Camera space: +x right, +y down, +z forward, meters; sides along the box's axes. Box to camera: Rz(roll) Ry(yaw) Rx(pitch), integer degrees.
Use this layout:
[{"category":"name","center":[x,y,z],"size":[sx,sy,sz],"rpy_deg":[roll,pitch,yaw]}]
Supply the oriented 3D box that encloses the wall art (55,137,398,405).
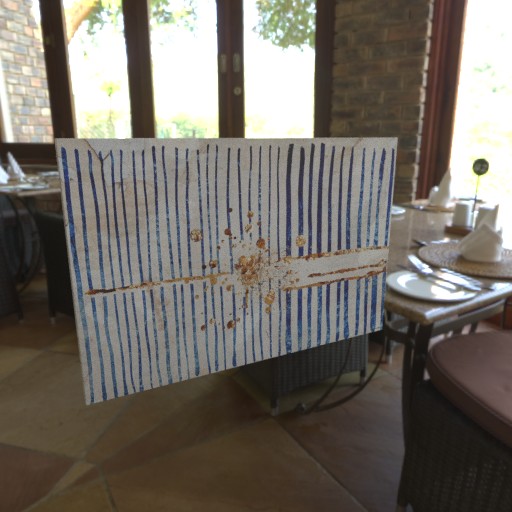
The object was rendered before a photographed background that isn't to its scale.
[{"category":"wall art","center":[0.000,0.000,1.472],"size":[1.143,0.757,0.038],"rpy_deg":[-8,17,-26]}]
